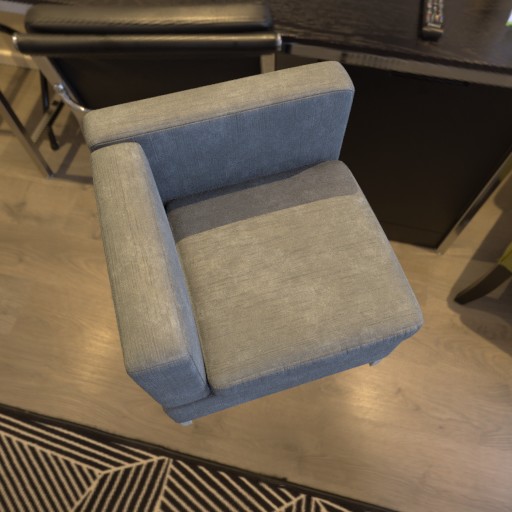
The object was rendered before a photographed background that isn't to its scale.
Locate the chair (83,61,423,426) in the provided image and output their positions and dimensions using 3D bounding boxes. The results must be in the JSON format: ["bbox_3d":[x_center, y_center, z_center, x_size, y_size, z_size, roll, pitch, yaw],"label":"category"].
[{"bbox_3d":[0.000,0.000,1.214,0.680,0.660,0.680,-15,63,-8],"label":"chair"}]
